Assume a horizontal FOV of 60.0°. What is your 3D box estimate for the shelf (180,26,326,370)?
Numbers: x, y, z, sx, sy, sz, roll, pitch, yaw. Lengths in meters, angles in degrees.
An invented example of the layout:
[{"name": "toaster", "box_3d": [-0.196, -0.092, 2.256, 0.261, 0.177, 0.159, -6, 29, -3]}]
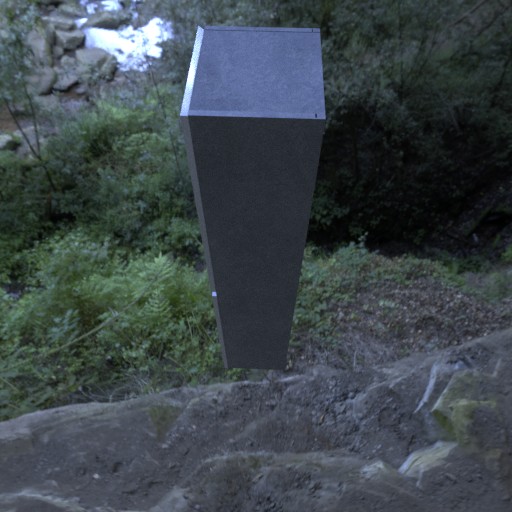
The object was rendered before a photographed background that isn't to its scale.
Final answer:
[{"name": "shelf", "box_3d": [0.000, 0.000, 1.488, 0.270, 1.400, 0.300, 2, 57, 1]}]
